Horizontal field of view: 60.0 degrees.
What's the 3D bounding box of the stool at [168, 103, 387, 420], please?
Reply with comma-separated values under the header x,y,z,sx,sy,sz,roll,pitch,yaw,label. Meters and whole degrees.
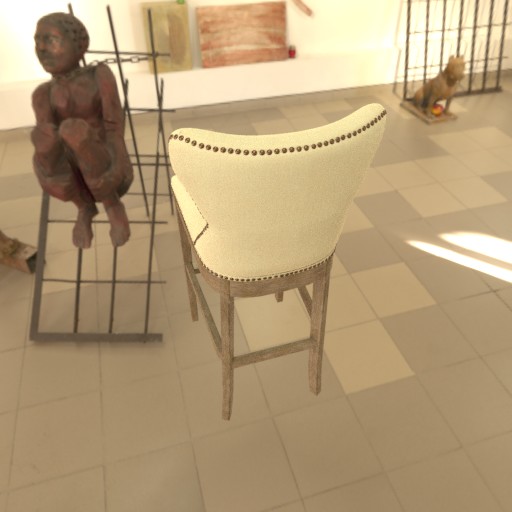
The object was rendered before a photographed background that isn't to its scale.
x,y,z,sx,sy,sz,roll,pitch,yaw,label
0.000,0.000,1.442,0.494,1.123,0.606,-11,43,-13,stool
